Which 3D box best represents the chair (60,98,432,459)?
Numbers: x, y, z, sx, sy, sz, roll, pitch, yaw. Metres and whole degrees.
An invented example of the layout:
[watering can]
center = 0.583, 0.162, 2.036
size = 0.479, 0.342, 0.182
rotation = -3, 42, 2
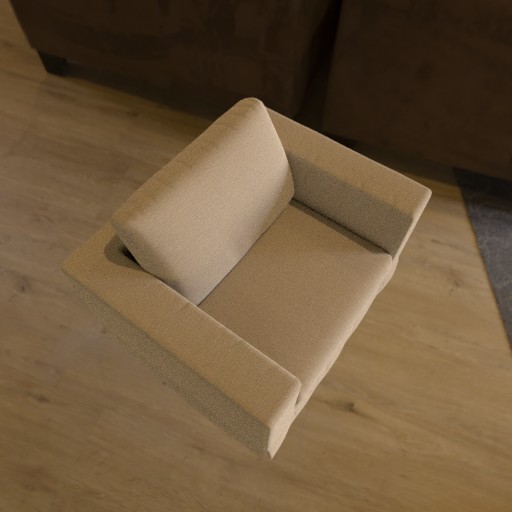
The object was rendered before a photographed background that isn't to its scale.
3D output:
[chair]
center = 0.000, 0.000, 1.831
size = 0.957, 0.878, 1.150
rotation = 32, 64, 18
